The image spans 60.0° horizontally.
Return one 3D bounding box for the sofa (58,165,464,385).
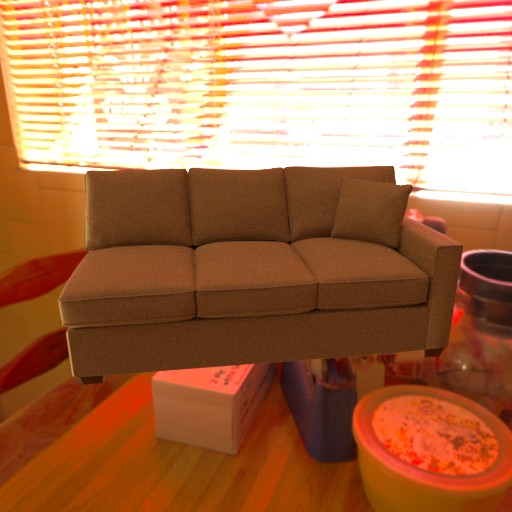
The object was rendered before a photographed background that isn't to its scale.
[{"bbox_3d":[0.000,0.000,2.571,1.963,0.946,1.034,-3,18,-8],"label":"sofa"}]
